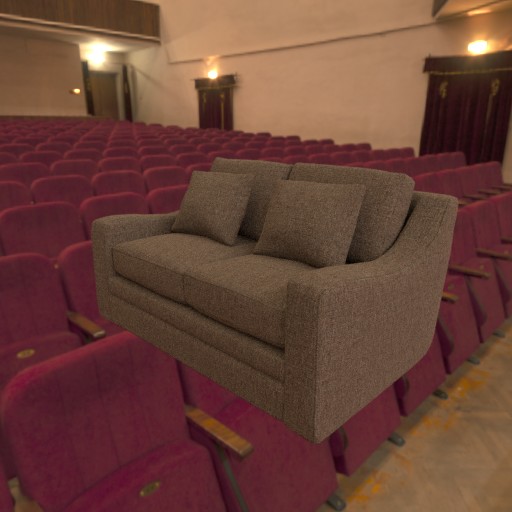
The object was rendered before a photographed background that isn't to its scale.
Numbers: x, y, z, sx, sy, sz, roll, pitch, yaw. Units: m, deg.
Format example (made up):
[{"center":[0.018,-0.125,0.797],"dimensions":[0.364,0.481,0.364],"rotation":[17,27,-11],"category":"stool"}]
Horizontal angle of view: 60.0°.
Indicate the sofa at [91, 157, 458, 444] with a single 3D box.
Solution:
[{"center":[0.000,0.000,2.473],"dimensions":[1.778,0.991,1.120],"rotation":[16,23,42],"category":"sofa"}]
